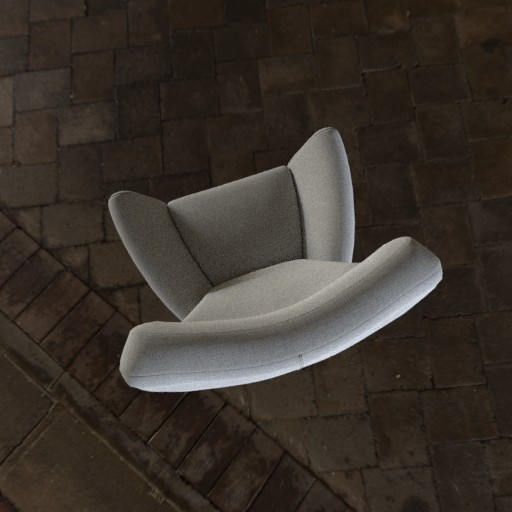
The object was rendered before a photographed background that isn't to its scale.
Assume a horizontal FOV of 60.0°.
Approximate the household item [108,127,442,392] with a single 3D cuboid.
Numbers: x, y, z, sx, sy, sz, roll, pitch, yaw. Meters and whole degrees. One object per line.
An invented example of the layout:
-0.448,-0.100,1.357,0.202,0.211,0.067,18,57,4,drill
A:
0.000,0.000,1.739,0.980,1.050,0.900,-18,76,-5,household item
